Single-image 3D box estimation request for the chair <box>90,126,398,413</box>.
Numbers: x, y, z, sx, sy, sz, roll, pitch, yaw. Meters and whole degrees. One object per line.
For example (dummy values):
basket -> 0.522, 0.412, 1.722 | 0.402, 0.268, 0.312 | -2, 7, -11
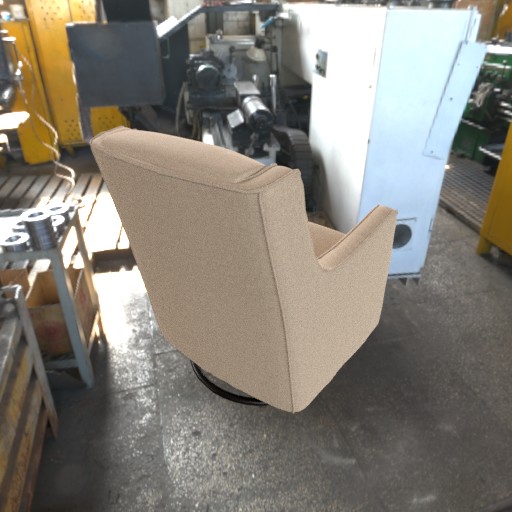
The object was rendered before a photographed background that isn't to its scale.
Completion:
chair -> 0.000, 0.000, 1.645 | 0.732, 0.993, 0.879 | 22, 36, 32
